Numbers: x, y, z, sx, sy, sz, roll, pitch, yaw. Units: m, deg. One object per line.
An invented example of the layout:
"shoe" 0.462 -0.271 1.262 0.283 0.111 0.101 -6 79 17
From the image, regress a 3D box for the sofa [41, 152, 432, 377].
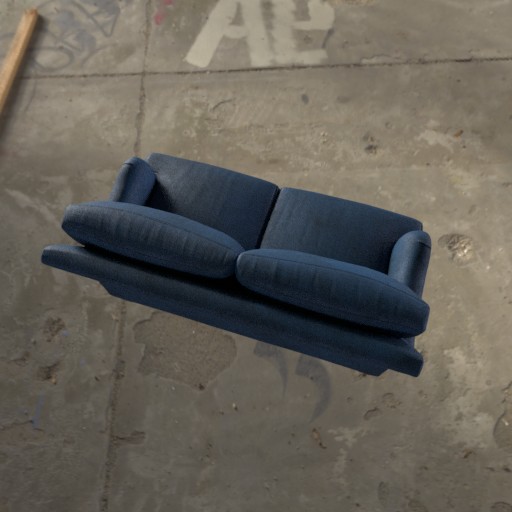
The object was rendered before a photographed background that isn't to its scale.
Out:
"sofa" 0.000 0.000 2.564 1.853 1.101 1.084 16 65 8
